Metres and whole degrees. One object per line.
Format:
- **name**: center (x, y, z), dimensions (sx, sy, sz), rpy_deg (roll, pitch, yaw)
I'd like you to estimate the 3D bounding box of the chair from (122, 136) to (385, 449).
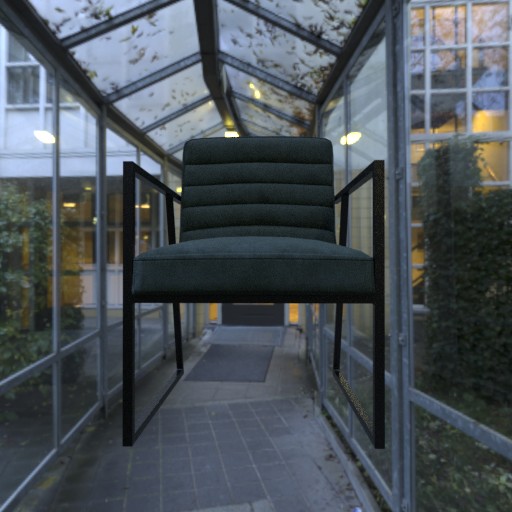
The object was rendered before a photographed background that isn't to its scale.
- **chair**: center (0.000, 0.000, 1.265), dimensions (0.571, 0.833, 0.677), rpy_deg (0, 0, 2)
